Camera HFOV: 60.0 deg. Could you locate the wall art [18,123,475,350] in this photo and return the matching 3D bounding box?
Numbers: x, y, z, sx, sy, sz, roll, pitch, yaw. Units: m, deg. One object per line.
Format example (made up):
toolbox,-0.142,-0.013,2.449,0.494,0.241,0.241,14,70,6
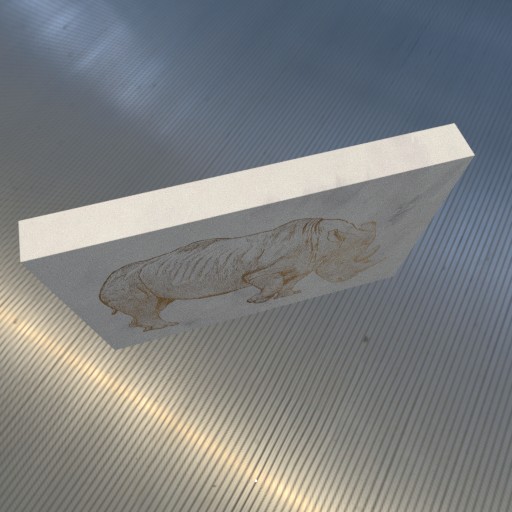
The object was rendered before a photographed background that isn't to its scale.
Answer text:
wall art,0.000,0.000,0.480,0.381,0.254,0.038,-14,64,-7
